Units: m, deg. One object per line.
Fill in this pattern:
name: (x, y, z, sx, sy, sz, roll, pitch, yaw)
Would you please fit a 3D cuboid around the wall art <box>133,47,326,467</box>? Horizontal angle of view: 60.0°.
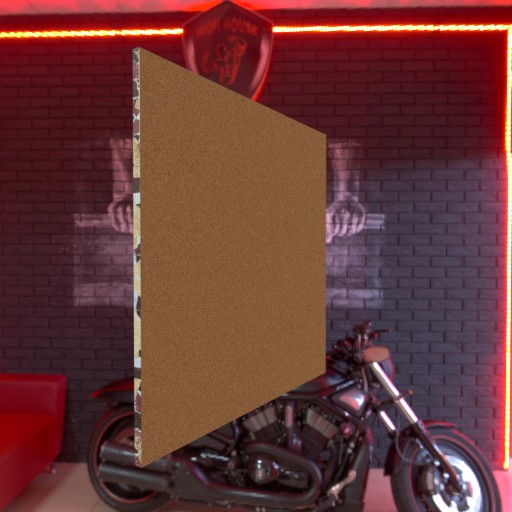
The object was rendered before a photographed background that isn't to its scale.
wall art: (0.000, 0.000, 0.596, 0.010, 0.406, 0.404, 1, 1, 35)
